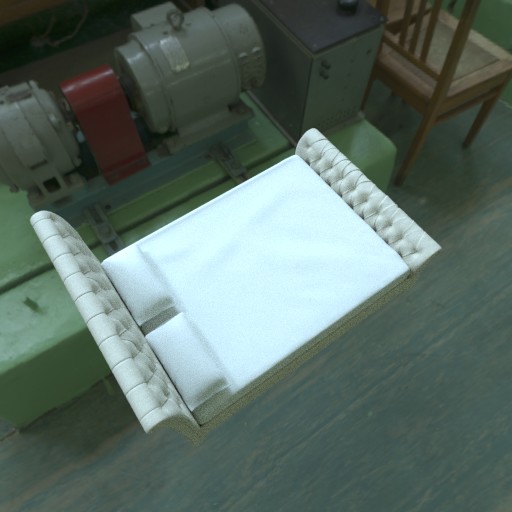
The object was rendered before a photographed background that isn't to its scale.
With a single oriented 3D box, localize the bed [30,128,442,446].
[{"bbox_3d":[0.000,0.000,3.438,2.493,1.268,1.606,-32,65,-16],"label":"bed"}]
